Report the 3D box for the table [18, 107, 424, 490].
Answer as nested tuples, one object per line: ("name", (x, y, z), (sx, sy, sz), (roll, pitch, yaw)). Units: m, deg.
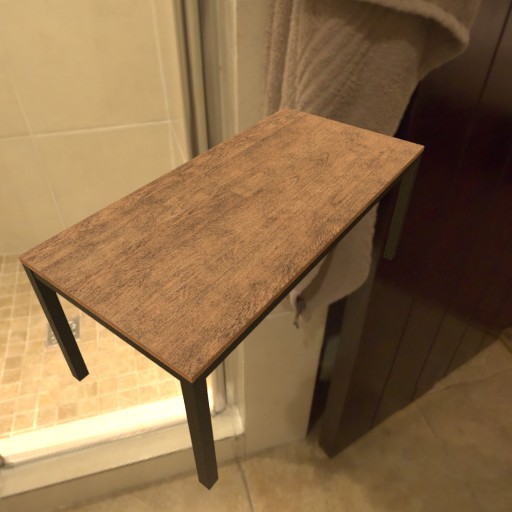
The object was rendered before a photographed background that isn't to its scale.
("table", (0.000, 0.000, 2.266), (0.893, 0.767, 1.805), (26, 47, 27))
